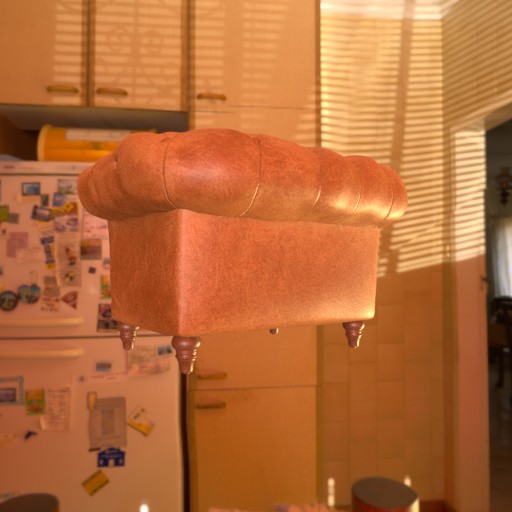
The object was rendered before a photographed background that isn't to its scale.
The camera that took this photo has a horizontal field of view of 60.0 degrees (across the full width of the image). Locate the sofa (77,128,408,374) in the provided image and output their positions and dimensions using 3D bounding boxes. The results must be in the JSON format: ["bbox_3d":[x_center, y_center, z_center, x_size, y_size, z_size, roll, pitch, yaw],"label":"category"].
[{"bbox_3d":[0.000,0.000,2.030,1.405,0.878,1.033,1,-2,-37],"label":"sofa"}]
